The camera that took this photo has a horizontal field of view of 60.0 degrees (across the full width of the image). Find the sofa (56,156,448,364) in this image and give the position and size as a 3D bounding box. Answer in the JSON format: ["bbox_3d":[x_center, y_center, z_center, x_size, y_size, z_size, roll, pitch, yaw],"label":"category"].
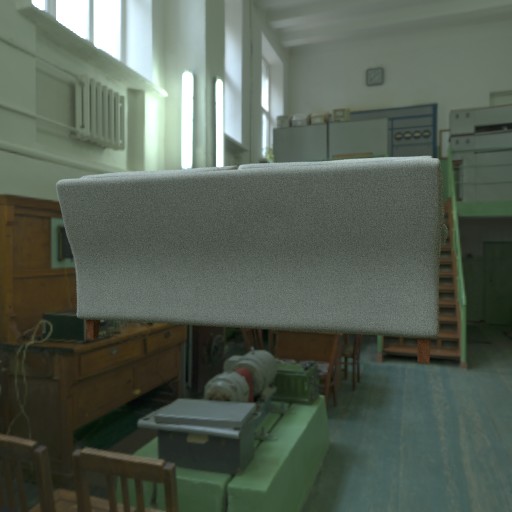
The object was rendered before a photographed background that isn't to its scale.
[{"bbox_3d":[0.000,0.000,2.672,2.070,0.997,1.091,0,1,17],"label":"sofa"}]
